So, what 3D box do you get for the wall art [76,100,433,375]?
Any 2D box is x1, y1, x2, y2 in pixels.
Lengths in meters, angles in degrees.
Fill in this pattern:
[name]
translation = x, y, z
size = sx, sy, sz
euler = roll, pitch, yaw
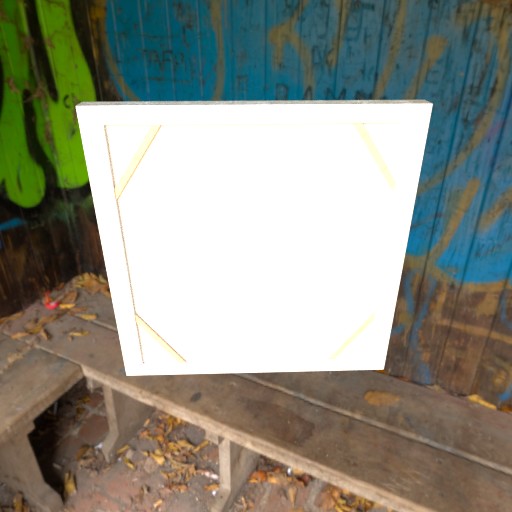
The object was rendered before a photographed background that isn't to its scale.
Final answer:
[wall art]
translation = 0.000, 0.000, 0.919
size = 0.610, 0.610, 0.038
euler = -1, 29, -2
